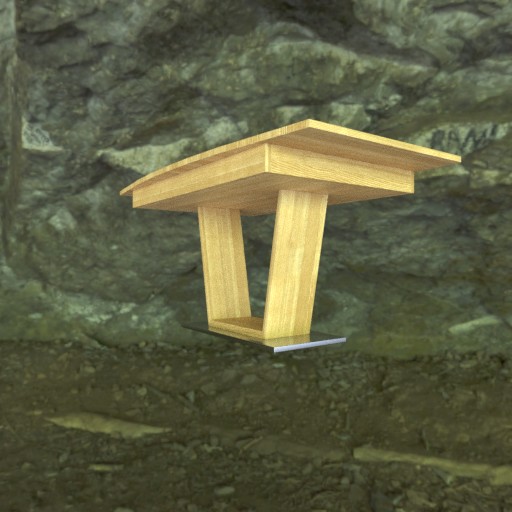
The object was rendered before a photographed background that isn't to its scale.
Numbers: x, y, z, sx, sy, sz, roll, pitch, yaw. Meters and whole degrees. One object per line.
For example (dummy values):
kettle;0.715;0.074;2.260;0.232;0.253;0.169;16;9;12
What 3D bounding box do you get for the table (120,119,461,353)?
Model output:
table;0.000;0.000;2.104;0.900;0.748;1.598;0;-1;-35
